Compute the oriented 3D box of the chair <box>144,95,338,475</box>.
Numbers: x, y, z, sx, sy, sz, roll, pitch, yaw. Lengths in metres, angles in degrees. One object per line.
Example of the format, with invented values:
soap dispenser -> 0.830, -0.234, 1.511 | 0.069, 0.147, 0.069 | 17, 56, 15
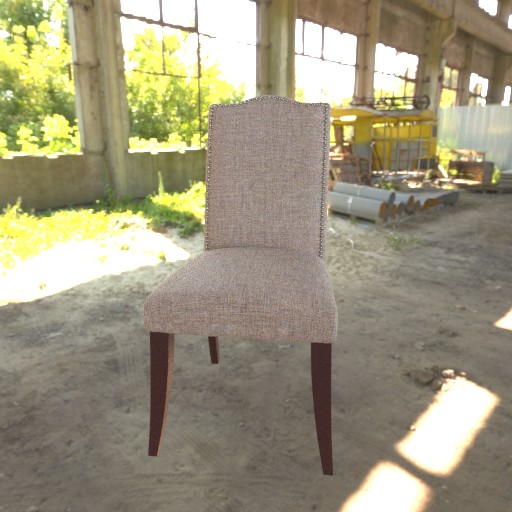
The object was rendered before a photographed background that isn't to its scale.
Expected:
chair -> 0.000, 0.000, 1.397 | 0.513, 1.016, 0.660 | 2, 15, 8
